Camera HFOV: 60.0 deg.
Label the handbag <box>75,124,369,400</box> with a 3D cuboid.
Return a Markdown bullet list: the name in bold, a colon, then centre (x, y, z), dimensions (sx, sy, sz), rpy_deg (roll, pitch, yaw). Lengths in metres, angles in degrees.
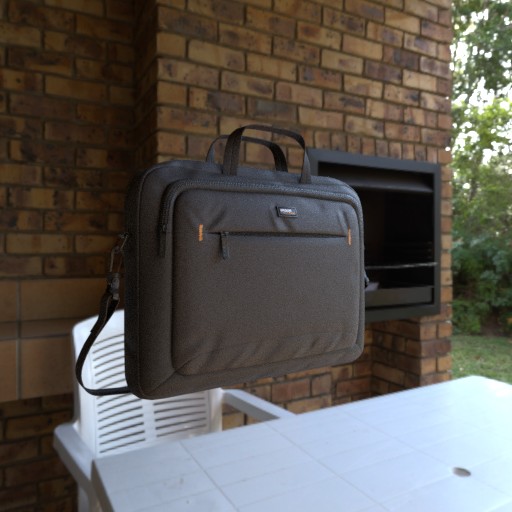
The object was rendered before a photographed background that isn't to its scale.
- **handbag**: centre (0.000, 0.000, 0.433), dimensions (0.320, 0.244, 0.089), rpy_deg (0, 1, -34)
